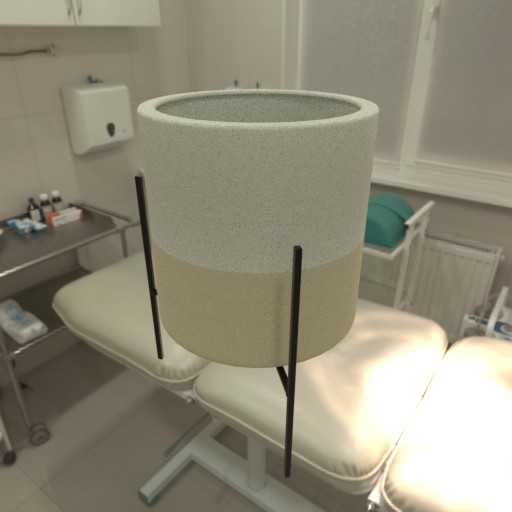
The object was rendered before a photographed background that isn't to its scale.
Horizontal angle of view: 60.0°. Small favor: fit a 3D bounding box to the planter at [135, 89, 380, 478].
[{"bbox_3d":[0.000,0.000,0.540,0.263,0.362,0.267,18,32,31],"label":"planter"}]
